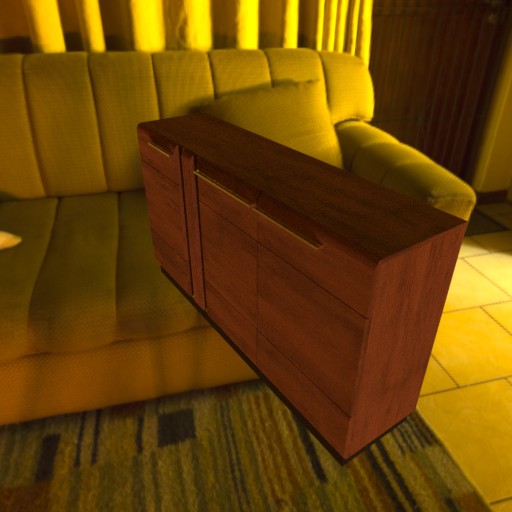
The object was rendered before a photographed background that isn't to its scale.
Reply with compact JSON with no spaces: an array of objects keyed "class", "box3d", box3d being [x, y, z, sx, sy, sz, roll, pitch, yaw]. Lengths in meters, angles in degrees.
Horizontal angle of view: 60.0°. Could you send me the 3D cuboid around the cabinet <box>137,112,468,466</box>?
[{"class":"cabinet","box3d":[0.000,0.000,2.007,0.420,0.900,1.600,-20,37,-29]}]
